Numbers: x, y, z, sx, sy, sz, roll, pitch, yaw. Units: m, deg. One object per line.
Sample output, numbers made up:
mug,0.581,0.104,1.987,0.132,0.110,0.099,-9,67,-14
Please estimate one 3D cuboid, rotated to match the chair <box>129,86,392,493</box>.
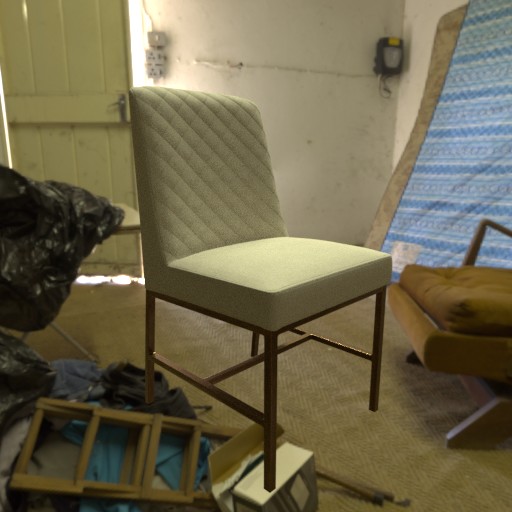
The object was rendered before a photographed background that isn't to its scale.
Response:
chair,0.000,0.000,1.256,0.597,0.933,0.503,13,18,43
